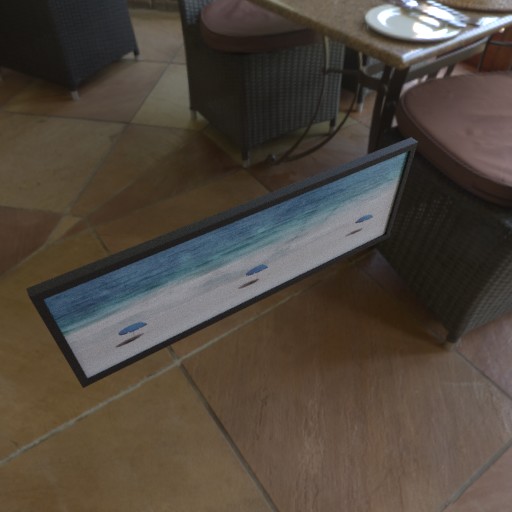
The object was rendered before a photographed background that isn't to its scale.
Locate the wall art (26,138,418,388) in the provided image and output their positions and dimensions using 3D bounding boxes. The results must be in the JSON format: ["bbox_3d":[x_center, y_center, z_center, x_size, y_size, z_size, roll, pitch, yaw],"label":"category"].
[{"bbox_3d":[0.000,0.000,1.783,1.572,0.554,0.041,-24,51,-21],"label":"wall art"}]
